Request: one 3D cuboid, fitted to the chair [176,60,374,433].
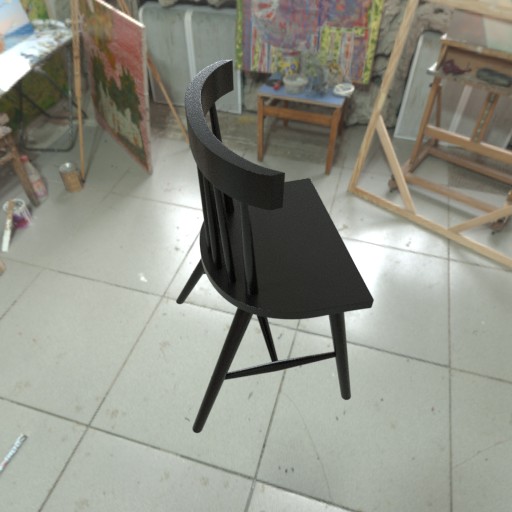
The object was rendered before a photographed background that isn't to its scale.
[{"bbox_3d":[0.000,0.000,1.171,0.483,0.844,0.506,-9,47,-9],"label":"chair"}]
